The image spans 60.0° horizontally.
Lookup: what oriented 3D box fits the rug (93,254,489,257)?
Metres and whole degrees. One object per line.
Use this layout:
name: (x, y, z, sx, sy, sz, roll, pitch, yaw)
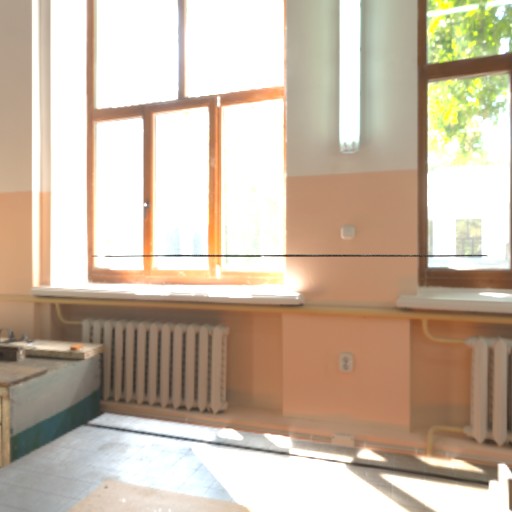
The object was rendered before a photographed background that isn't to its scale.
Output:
rug: (0.000, 0.000, 3.057, 1.520, 0.015, 2.434, 0, 0, -36)
